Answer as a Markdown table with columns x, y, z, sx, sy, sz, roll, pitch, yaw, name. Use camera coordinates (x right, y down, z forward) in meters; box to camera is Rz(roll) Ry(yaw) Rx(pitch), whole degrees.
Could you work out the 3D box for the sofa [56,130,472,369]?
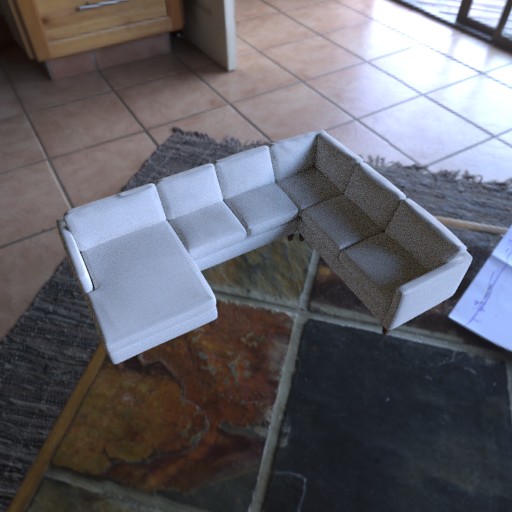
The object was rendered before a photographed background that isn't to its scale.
| x | y | z | sx | sy | sz | roll | pitch | yaw | name |
| --- | --- | --- | --- | --- | --- | --- | --- | --- | --- |
| 0.000 | 0.000 | 4.658 | 3.459 | 0.956 | 2.593 | -22 | 51 | -19 | sofa |
